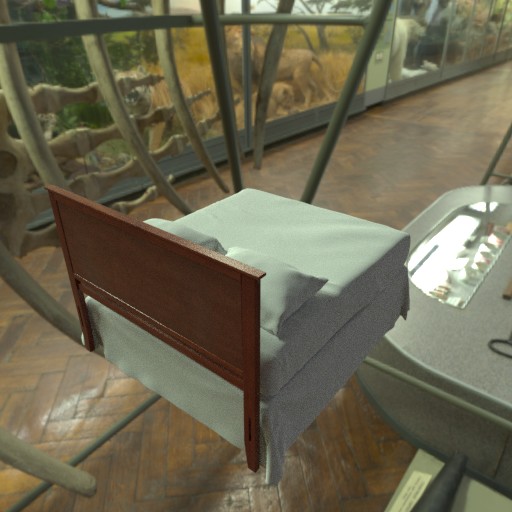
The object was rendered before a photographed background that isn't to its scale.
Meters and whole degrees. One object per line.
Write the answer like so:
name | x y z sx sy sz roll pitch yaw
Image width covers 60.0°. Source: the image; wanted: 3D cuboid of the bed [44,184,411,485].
bed | 0.000 0.000 3.221 1.870 1.270 2.050 21 36 33
